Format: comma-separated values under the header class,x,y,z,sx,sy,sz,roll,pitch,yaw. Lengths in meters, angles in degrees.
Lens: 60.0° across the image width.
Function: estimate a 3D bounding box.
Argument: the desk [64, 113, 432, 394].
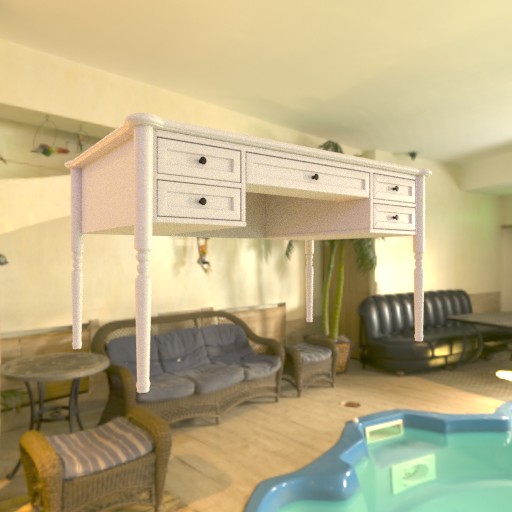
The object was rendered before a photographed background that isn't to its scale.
class,x,y,z,sx,sy,sz,roll,pitch,yaw
desk,0.000,0.000,1.882,1.380,0.762,0.807,0,0,-36
